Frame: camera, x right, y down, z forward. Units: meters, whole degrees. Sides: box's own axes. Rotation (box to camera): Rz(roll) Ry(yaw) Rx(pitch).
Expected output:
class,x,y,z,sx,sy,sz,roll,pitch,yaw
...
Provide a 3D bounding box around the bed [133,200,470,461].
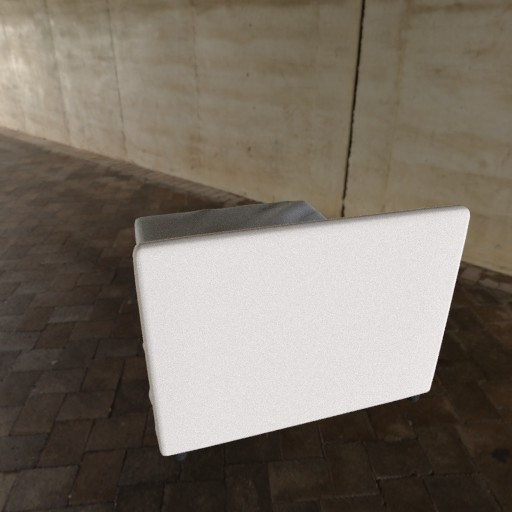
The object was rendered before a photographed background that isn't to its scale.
class,x,y,z,sx,sy,sz,roll,pitch,yaw
bed,0.000,0.000,3.226,1.748,1.330,2.142,-8,28,-15
